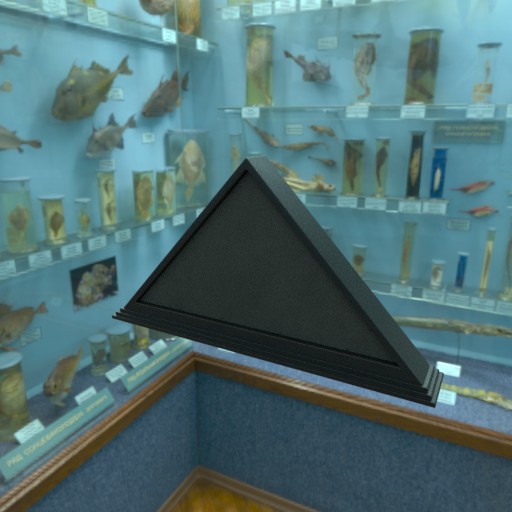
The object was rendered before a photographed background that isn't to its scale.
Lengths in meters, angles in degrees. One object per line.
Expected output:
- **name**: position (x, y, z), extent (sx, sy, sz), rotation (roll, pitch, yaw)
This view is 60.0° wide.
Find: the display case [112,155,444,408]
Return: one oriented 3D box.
- **display case**: position (0.000, 0.000, 0.776), extent (0.640, 0.340, 0.095), rotation (9, 19, 28)
